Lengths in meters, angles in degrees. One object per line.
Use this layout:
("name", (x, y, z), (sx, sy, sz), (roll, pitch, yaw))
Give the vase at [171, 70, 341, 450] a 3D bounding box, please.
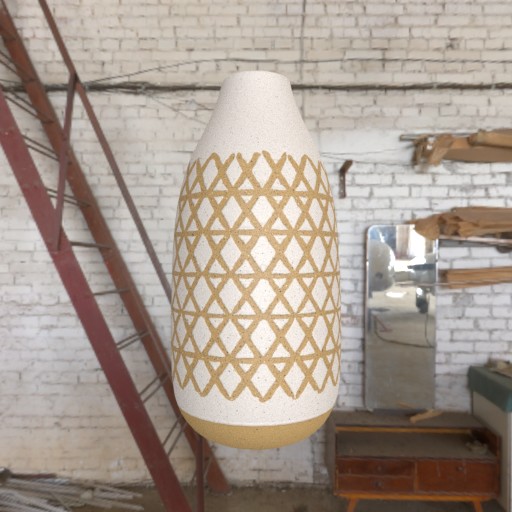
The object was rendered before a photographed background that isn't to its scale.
("vase", (0.000, 0.000, 0.491), (0.186, 0.380, 0.186), (0, 1, 0))
